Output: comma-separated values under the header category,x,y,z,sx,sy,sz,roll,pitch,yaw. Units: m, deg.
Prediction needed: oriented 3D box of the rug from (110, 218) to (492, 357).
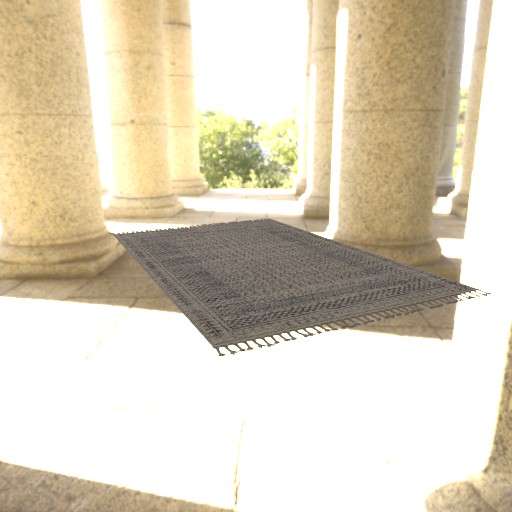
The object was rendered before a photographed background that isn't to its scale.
category,x,y,z,sx,sy,sz,roll,pitch,yaw
rug,0.000,0.000,3.044,1.548,0.013,2.486,-7,17,-26
